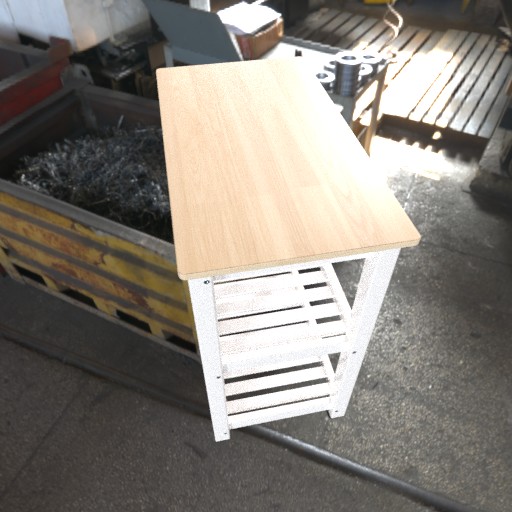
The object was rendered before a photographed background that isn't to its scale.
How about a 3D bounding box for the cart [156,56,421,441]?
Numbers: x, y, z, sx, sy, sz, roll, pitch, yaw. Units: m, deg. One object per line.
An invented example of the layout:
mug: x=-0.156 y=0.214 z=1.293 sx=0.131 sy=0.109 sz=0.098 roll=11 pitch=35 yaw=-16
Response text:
cart: x=0.000 y=0.000 z=1.436 sx=0.457 sy=0.927 sz=0.899 roll=-8 pitch=47 yaw=-8
